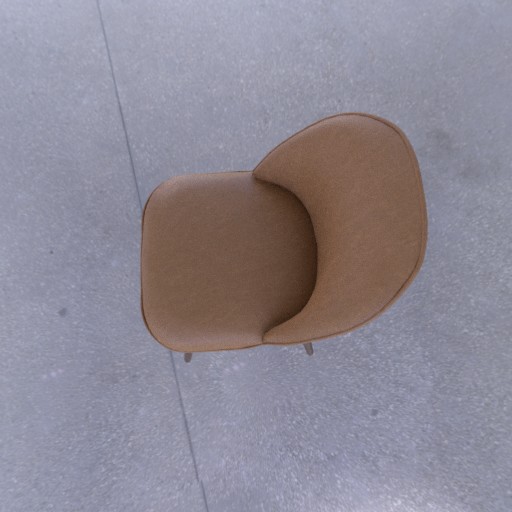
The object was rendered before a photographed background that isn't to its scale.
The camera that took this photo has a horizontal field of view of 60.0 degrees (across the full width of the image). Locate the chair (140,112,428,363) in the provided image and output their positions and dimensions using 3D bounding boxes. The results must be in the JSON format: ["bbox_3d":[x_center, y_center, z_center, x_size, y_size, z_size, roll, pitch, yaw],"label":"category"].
[{"bbox_3d":[0.000,0.000,1.219,0.631,0.831,0.521,-3,75,-1],"label":"chair"}]
